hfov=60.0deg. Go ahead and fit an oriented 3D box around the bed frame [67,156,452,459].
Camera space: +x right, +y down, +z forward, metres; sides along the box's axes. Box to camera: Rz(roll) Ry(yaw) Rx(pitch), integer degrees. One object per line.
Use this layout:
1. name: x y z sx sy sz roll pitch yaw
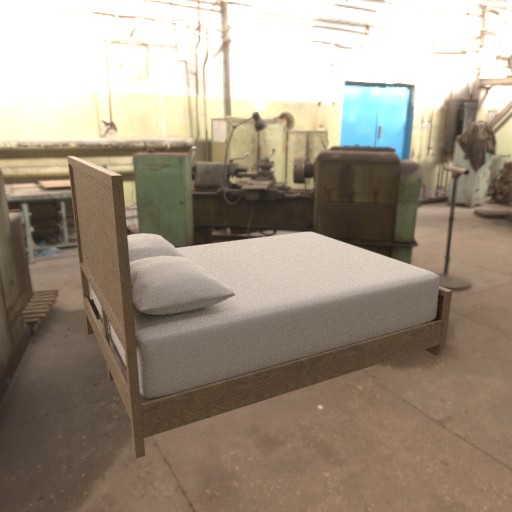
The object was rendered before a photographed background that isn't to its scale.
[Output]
1. bed frame: 0.000 0.000 3.159 2.189 1.369 1.606 -8 18 -27
